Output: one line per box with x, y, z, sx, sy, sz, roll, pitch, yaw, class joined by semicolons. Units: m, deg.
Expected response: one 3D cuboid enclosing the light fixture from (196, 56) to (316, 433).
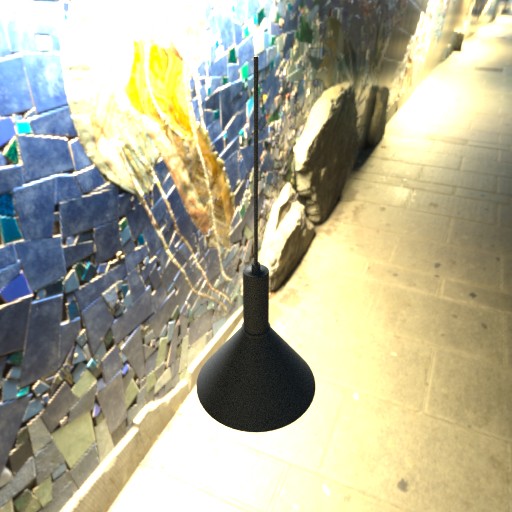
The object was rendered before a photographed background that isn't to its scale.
0.000;0.000;0.826;0.267;0.683;0.267;22;38;32;light fixture
